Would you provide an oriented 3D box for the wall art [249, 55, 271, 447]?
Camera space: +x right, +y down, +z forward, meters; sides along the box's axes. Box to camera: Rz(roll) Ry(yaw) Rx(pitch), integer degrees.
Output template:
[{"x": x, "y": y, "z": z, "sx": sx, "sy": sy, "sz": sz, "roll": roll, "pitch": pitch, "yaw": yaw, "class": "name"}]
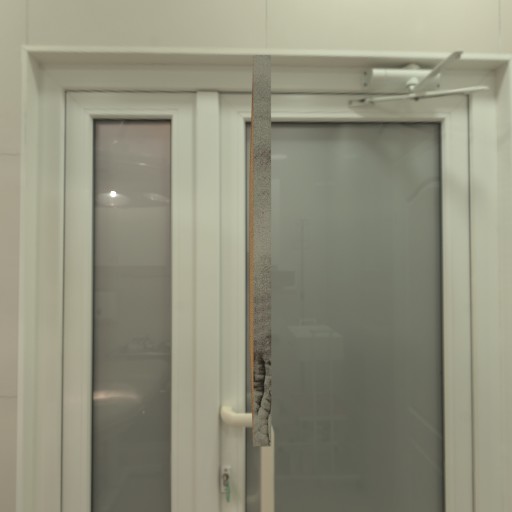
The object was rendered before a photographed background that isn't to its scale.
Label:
[{"x": 0.000, "y": 0.000, "z": 1.427, "sx": 0.035, "sy": 0.758, "sz": 1.141, "roll": 0, "pitch": -1, "yaw": -1, "class": "wall art"}]
